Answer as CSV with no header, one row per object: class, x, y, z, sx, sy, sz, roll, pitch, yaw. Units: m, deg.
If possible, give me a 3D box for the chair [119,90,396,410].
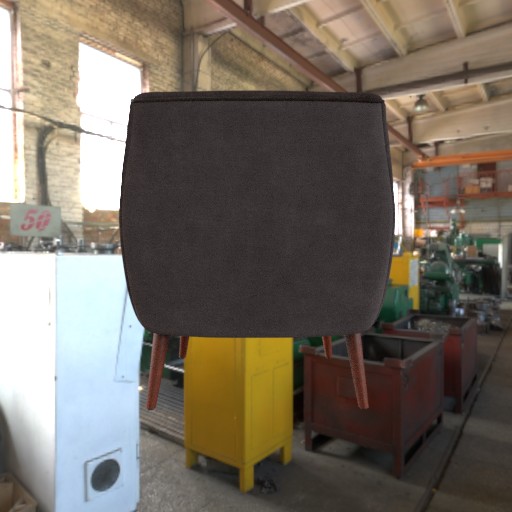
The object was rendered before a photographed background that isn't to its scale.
chair,0.000,0.000,1.451,0.762,0.838,0.787,0,1,0
